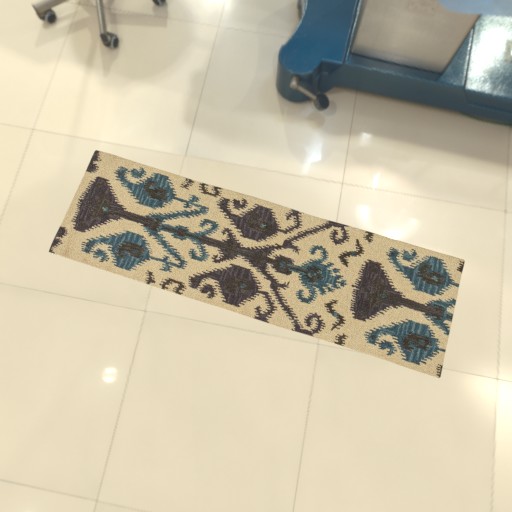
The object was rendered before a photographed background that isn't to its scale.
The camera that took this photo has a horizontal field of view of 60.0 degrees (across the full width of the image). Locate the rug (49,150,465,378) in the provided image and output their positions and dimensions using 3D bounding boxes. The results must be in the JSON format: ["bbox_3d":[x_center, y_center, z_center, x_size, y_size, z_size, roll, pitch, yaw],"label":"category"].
[{"bbox_3d":[0.000,0.000,2.551,2.301,0.017,0.692,17,76,5],"label":"rug"}]
